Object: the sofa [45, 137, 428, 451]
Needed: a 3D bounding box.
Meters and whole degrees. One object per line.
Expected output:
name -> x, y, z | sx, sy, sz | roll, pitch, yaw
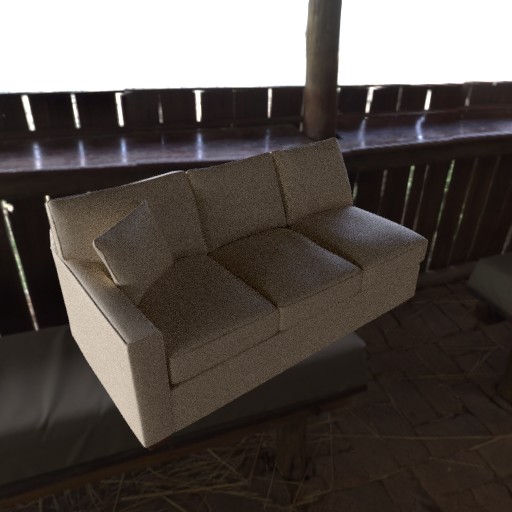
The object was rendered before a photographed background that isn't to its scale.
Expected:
sofa -> 0.000, 0.000, 2.563 | 1.962, 0.946, 1.034 | -21, 35, -32
